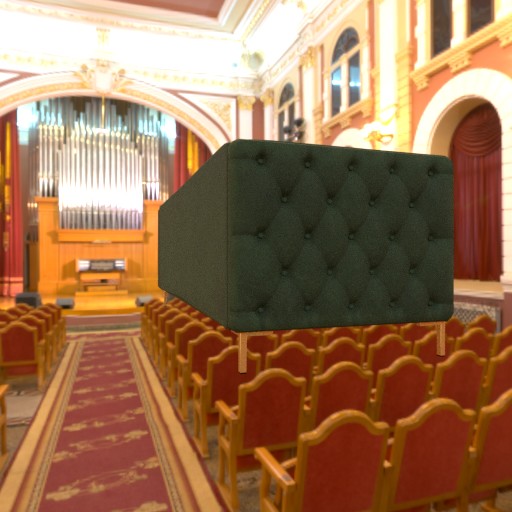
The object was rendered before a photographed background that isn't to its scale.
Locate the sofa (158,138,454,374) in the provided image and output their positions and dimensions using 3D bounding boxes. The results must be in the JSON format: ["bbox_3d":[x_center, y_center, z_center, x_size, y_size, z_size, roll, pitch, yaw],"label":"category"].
[{"bbox_3d":[0.000,0.000,2.559,0.895,0.771,2.209,0,0,-18],"label":"sofa"}]
